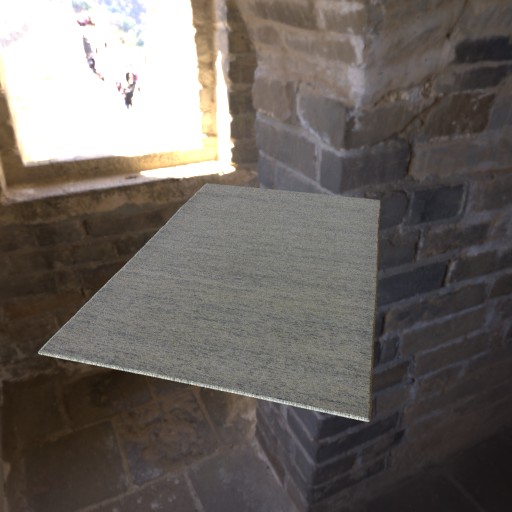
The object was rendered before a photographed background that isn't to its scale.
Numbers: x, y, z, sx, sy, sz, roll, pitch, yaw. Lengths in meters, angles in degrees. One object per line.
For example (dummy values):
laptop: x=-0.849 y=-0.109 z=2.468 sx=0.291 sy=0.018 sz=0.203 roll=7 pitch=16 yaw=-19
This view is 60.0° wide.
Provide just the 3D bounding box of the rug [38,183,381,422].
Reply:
rug: x=0.000 y=0.000 z=2.839 sx=1.523 sy=0.017 sz=2.263 roll=8 pitch=31 yaw=13
